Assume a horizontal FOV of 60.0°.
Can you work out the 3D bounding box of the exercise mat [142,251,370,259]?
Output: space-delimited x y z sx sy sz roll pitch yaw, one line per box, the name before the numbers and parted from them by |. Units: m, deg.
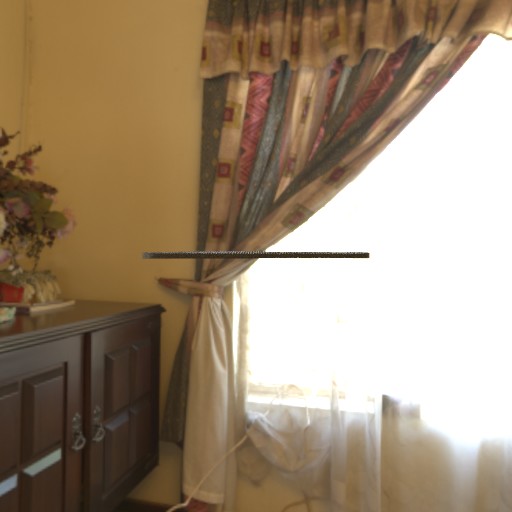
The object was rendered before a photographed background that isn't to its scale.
exercise mat | 0.000 0.000 2.070 0.616 0.021 1.869 0 0 0
